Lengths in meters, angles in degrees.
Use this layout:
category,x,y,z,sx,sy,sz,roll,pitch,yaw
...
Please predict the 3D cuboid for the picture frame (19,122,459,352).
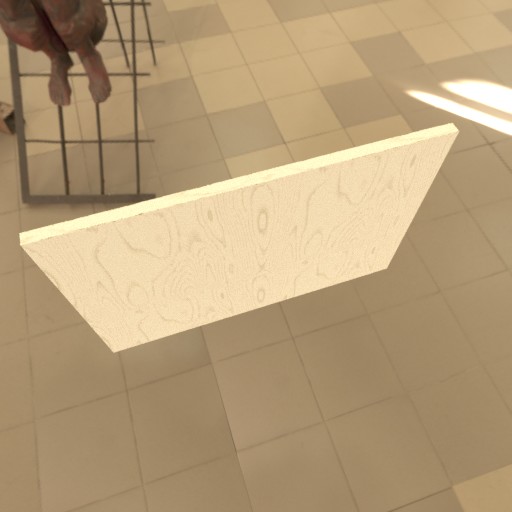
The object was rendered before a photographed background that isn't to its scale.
category,x,y,z,sx,sy,sz,roll,pitch,yaw
picture frame,0.000,0.000,1.199,0.950,0.640,0.029,-16,61,-9
